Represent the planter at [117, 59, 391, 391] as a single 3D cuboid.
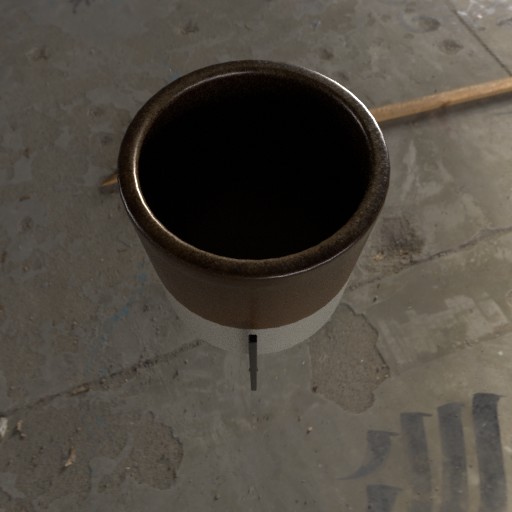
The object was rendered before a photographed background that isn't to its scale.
[{"bbox_3d":[0.000,0.000,0.561,0.255,0.375,0.269,-1,64,0],"label":"planter"}]
